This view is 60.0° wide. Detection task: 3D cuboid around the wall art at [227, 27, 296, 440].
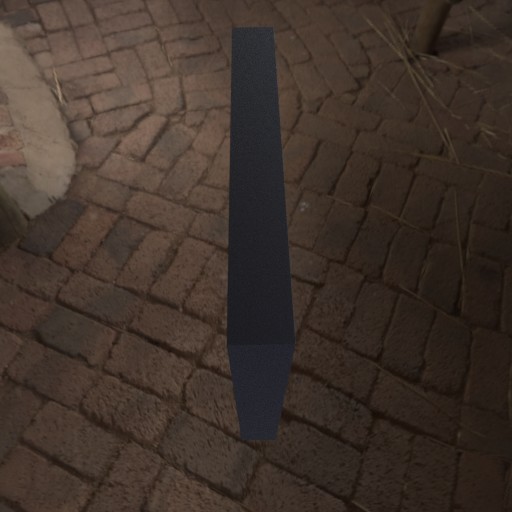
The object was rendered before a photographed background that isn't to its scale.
[{"bbox_3d":[0.000,0.000,0.454,0.038,0.304,0.304,-1,58,-1],"label":"wall art"}]
